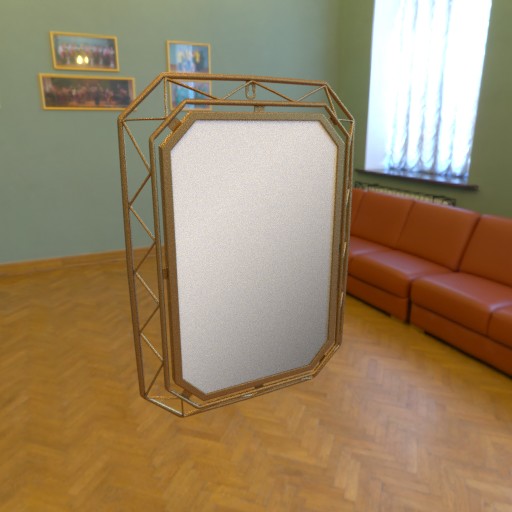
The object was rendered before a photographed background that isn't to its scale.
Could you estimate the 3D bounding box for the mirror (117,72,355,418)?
[{"bbox_3d":[0.000,0.000,0.741,0.417,0.566,0.042,-8,18,-26],"label":"mirror"}]
